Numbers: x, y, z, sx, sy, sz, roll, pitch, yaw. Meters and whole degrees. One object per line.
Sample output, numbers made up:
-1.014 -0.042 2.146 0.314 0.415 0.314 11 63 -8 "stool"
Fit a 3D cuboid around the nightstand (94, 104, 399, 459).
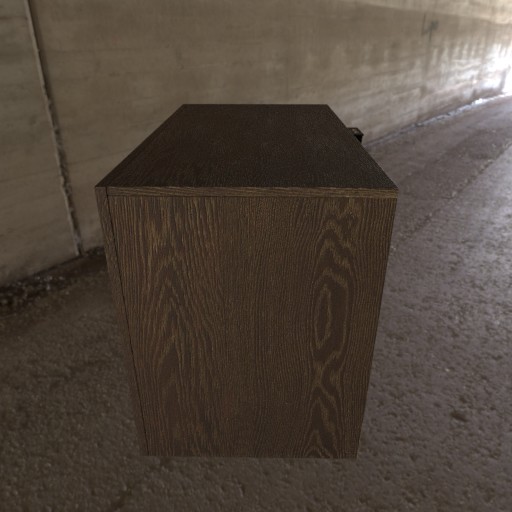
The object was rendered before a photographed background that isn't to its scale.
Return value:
0.000 0.000 1.103 0.457 0.612 0.775 0 27 1 "nightstand"
